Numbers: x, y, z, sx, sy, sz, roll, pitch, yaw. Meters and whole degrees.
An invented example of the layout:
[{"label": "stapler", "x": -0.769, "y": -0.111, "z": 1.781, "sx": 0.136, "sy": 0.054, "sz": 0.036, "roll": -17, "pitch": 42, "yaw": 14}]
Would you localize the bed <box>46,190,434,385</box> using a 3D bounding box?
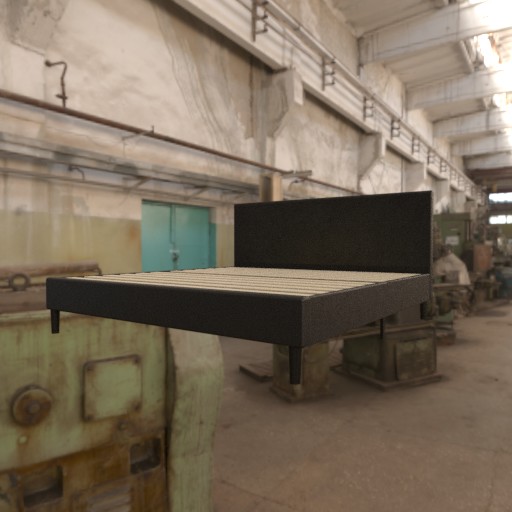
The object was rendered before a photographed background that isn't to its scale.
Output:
[{"label": "bed", "x": 0.000, "y": 0.000, "z": 3.326, "sx": 2.018, "sy": 1.046, "sz": 2.152, "roll": 1, "pitch": 2, "yaw": 35}]
